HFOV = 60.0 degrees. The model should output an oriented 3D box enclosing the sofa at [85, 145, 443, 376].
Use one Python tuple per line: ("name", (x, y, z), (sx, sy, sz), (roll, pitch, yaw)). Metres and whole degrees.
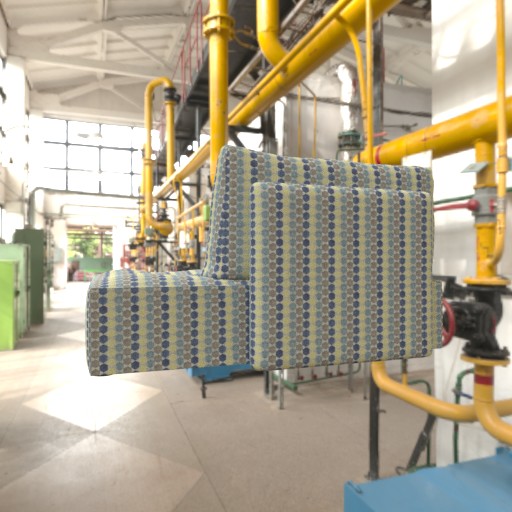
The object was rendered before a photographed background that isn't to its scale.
("sofa", (0.000, 0.000, 2.047), (1.450, 0.820, 1.000), (0, 0, -19))
